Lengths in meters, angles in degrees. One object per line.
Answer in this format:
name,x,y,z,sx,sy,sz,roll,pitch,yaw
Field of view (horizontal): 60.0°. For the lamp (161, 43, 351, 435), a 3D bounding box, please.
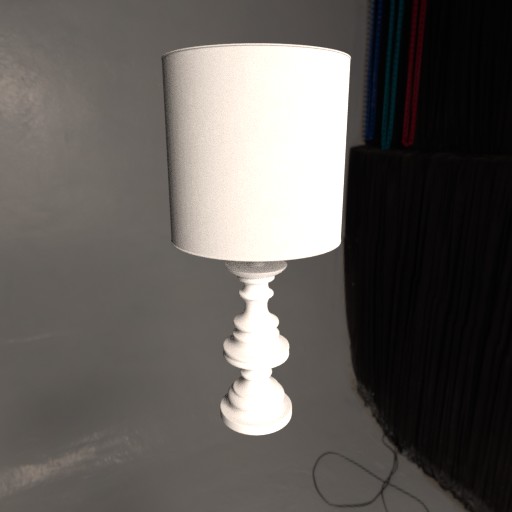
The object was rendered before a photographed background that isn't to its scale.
lamp,0.000,0.000,0.560,0.208,0.455,0.208,-8,18,-27
